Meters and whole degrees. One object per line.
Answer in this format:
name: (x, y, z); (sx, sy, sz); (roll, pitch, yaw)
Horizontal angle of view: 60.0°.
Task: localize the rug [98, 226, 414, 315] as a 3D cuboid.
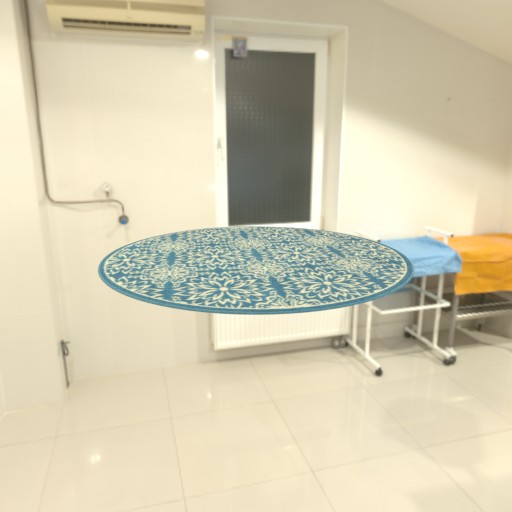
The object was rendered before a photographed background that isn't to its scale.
rug: (0.000, 0.000, 2.361); (1.593, 0.012, 1.593); (0, 15, 0)
